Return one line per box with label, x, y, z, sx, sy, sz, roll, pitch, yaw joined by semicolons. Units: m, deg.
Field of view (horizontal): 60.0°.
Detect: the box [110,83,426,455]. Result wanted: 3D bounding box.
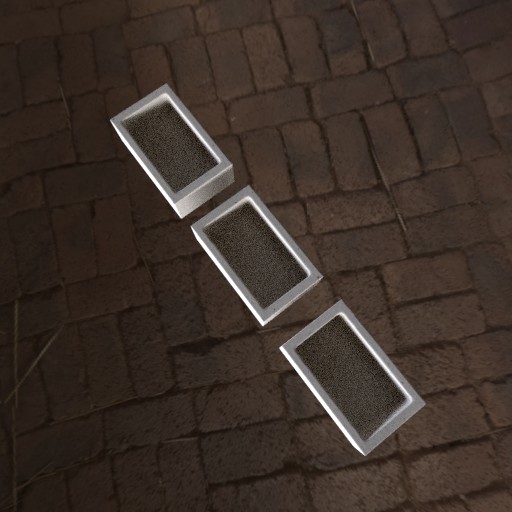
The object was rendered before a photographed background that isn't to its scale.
box;0.000;0.000;0.508;0.082;0.051;0.461;-36;79;-8
